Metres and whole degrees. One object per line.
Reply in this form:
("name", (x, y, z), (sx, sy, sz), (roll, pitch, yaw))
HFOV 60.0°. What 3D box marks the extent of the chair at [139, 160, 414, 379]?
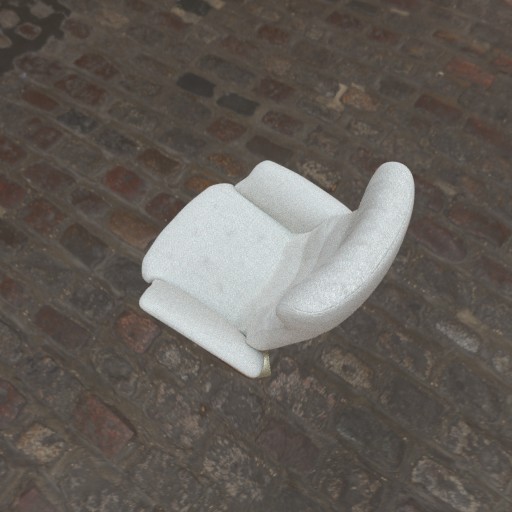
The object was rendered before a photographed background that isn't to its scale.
("chair", (0.000, 0.000, 1.599), (0.837, 0.995, 0.785), (32, 67, 15))
